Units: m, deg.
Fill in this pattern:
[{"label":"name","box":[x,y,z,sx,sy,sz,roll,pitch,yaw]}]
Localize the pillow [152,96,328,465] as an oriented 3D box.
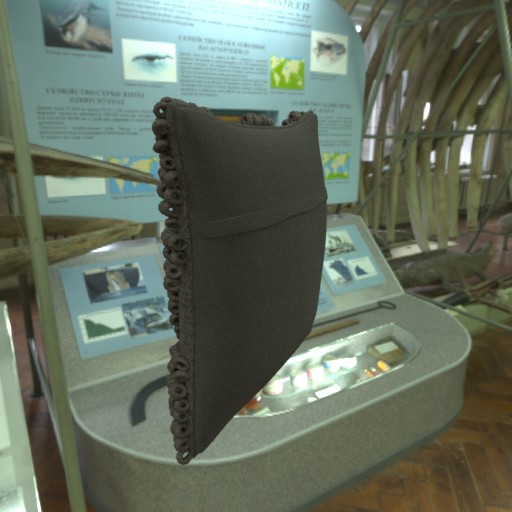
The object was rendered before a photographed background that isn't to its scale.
[{"label":"pillow","box":[0.000,0.000,0.724,0.172,0.467,0.470,8,18,26]}]
